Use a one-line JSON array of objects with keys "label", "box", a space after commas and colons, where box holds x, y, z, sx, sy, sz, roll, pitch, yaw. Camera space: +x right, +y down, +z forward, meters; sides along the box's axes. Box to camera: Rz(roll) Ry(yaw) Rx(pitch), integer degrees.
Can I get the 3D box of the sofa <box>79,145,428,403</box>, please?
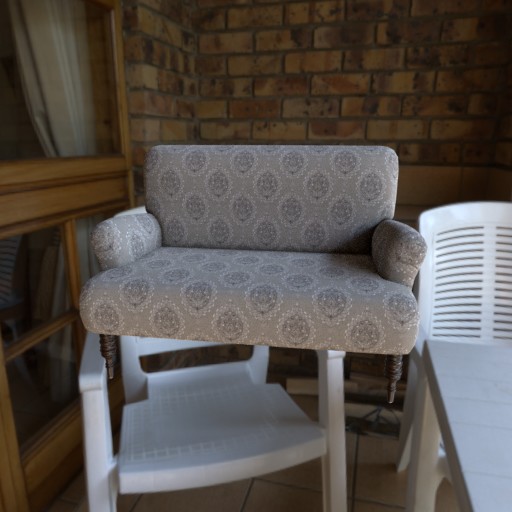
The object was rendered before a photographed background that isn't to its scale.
[{"label": "sofa", "box": [0.000, 0.000, 1.861, 1.297, 0.889, 0.779, 2, 15, 9]}]
